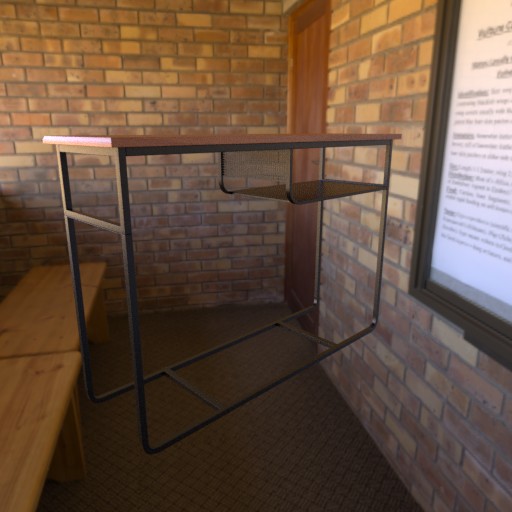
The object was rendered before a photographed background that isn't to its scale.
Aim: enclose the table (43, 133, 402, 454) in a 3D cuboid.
[{"bbox_3d":[0.000,0.000,1.420,1.100,0.750,0.350,-15,22,-42],"label":"table"}]
